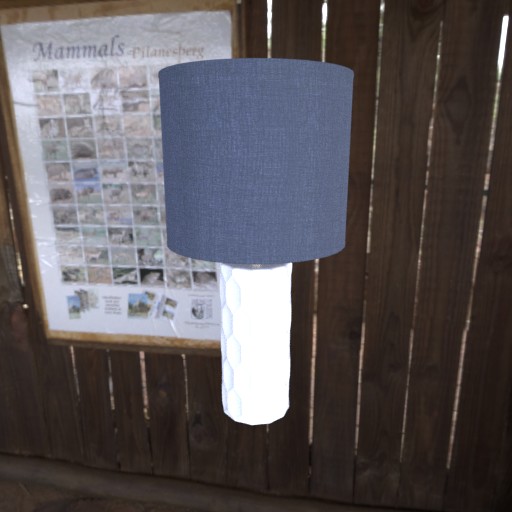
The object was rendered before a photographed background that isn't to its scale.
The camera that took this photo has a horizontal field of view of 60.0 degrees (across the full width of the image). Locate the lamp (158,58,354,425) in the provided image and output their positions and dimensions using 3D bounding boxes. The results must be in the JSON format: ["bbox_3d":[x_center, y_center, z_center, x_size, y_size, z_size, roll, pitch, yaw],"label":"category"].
[{"bbox_3d":[0.000,0.000,0.706,0.277,0.537,0.277,-2,14,-8],"label":"lamp"}]
